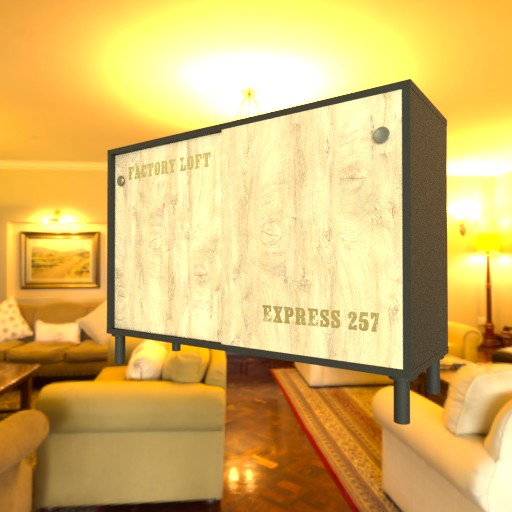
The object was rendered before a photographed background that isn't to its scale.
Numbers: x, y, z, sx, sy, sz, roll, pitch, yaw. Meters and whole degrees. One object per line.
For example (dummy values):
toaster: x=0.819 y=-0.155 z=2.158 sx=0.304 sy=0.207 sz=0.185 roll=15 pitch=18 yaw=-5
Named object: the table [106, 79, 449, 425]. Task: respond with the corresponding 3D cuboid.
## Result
table: x=0.000 y=0.000 z=1.581 sx=1.200 sy=0.855 sz=0.400 roll=-1 pitch=-1 yaw=36
